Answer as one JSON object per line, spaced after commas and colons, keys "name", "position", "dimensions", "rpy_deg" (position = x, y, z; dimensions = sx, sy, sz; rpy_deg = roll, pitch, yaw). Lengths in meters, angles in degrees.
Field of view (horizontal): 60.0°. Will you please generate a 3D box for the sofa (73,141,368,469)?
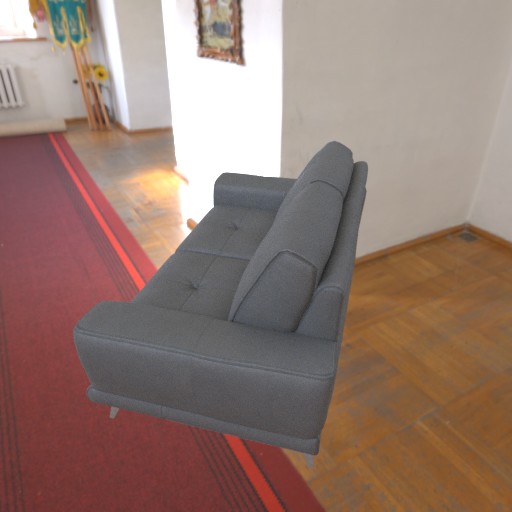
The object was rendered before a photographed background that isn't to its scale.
{"name": "sofa", "position": [0.000, 0.000, 2.337], "dimensions": [1.018, 0.907, 1.806], "rpy_deg": [8, 32, 13]}
